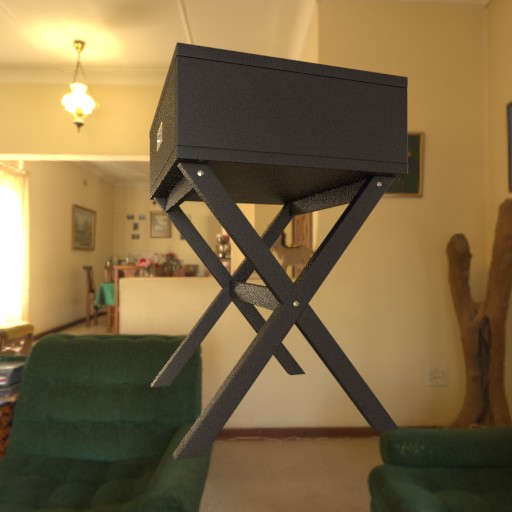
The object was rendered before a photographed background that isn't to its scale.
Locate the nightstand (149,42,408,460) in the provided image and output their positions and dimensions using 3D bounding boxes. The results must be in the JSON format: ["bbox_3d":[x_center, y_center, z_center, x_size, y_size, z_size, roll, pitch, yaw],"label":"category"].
[{"bbox_3d":[0.000,0.000,0.936,0.402,0.623,0.479,0,0,-18],"label":"nightstand"}]
